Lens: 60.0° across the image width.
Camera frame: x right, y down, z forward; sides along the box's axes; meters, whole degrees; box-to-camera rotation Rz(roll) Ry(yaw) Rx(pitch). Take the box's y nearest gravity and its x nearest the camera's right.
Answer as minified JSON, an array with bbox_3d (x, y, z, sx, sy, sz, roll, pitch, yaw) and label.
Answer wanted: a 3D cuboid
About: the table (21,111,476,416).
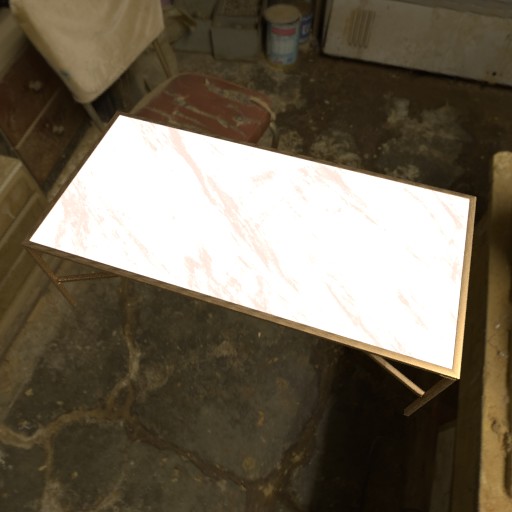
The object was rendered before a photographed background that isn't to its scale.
[{"bbox_3d":[0.000,0.000,1.452,1.197,0.405,0.577,16,60,10],"label":"table"}]
